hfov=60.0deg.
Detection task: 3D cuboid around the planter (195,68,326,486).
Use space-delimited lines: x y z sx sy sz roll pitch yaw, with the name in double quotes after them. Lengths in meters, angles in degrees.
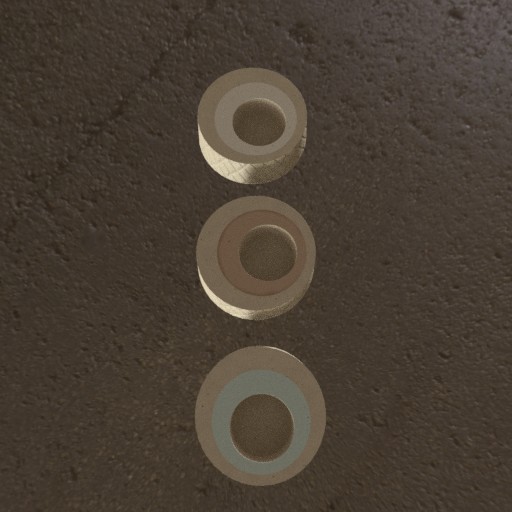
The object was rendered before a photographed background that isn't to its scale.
0.000 0.000 0.415 0.114 0.038 0.390 -1 75 0 "planter"
